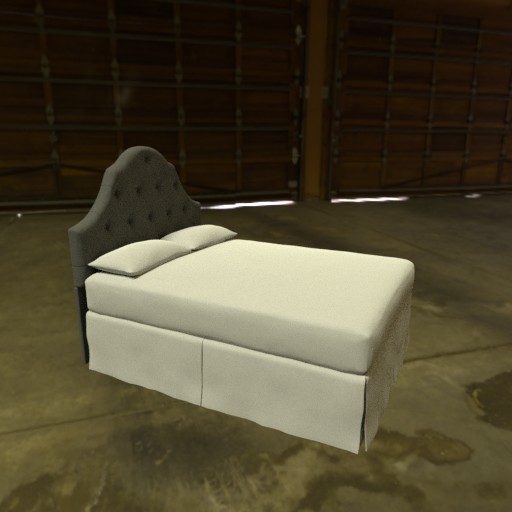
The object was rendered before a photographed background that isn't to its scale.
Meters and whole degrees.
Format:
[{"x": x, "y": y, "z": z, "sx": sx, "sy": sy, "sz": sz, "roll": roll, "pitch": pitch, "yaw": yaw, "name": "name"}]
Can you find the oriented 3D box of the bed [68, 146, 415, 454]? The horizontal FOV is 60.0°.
[{"x": 0.000, "y": 0.000, "z": 3.312, "sx": 2.155, "sy": 1.575, "sz": 1.636, "roll": 8, "pitch": 17, "yaw": 26, "name": "bed"}]
